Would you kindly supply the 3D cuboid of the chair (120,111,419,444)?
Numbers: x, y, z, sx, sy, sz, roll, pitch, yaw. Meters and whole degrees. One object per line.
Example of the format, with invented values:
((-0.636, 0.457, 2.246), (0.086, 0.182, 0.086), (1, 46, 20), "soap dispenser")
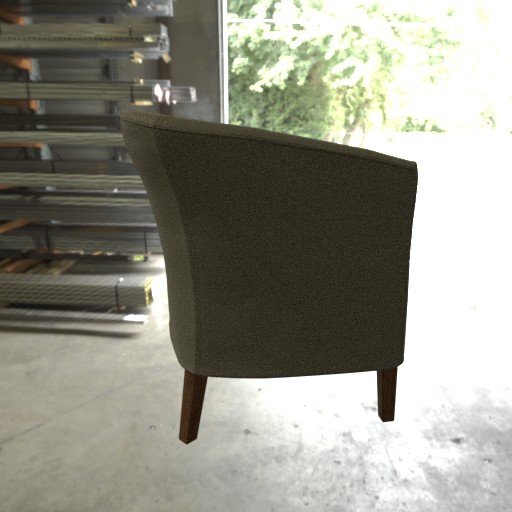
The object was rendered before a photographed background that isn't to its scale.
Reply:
((0.000, 0.000, 1.251), (0.668, 0.771, 0.600), (-3, 17, -10), "chair")
